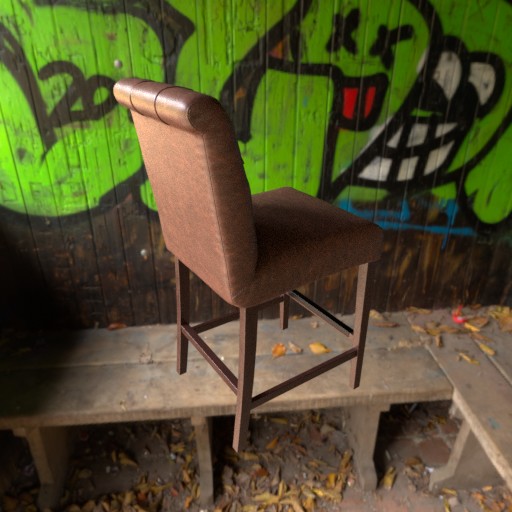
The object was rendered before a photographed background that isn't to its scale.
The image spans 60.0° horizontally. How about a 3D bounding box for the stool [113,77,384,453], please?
[{"bbox_3d":[0.000,0.000,1.439,0.660,1.084,0.486,-17,32,-30],"label":"stool"}]
